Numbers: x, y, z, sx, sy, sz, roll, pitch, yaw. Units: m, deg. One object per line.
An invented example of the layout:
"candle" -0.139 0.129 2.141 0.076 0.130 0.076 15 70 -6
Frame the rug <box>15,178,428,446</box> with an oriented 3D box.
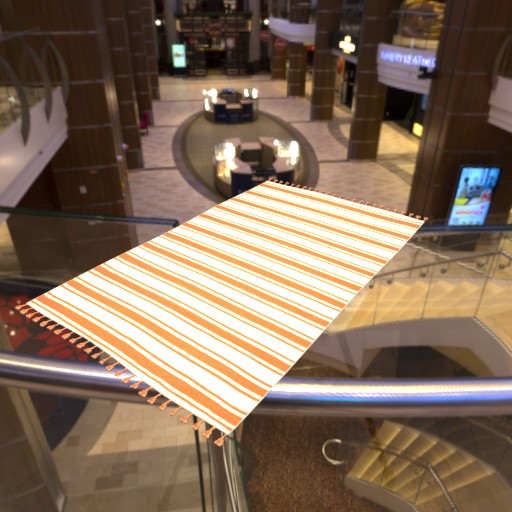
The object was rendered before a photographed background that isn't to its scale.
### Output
"rug" 0.000 0.000 2.443 1.232 0.017 2.092 20 36 31
